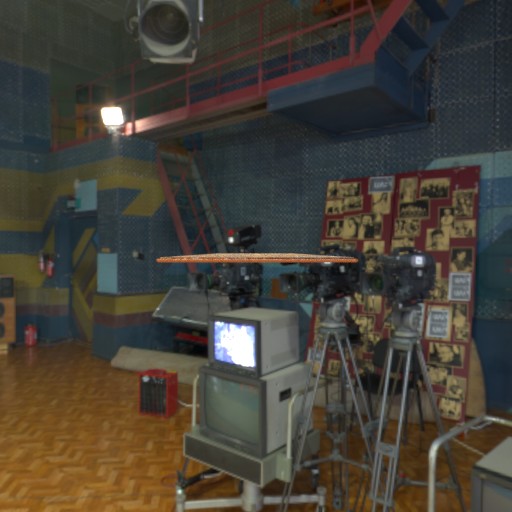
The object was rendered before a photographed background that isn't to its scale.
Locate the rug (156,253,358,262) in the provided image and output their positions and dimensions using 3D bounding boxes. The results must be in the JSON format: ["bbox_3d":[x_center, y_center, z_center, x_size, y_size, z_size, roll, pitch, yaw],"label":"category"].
[{"bbox_3d":[0.000,0.000,2.559,0.651,0.016,2.274,0,1,0],"label":"rug"}]
